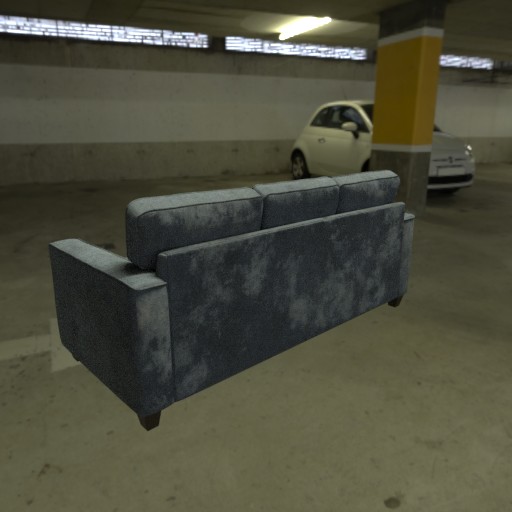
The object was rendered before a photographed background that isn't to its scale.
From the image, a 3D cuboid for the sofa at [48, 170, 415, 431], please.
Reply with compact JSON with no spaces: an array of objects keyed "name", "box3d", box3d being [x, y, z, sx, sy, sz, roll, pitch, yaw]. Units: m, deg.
[{"name":"sofa","box3d":[0.000,0.000,2.697,2.133,0.965,0.939,-14,22,-41]}]
